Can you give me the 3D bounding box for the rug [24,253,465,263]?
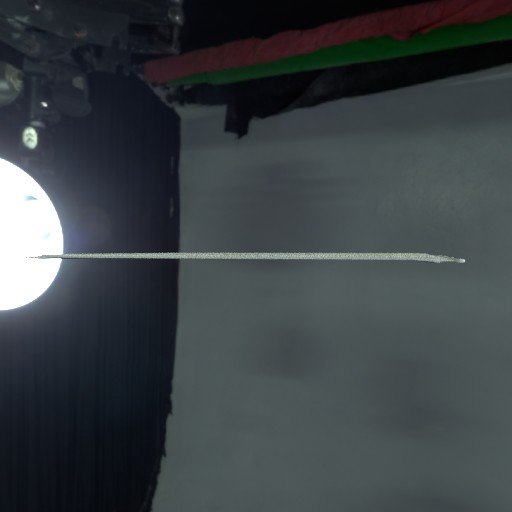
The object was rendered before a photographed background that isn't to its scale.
[{"bbox_3d":[0.000,0.000,2.863,2.307,0.031,1.494,0,1,20],"label":"rug"}]
